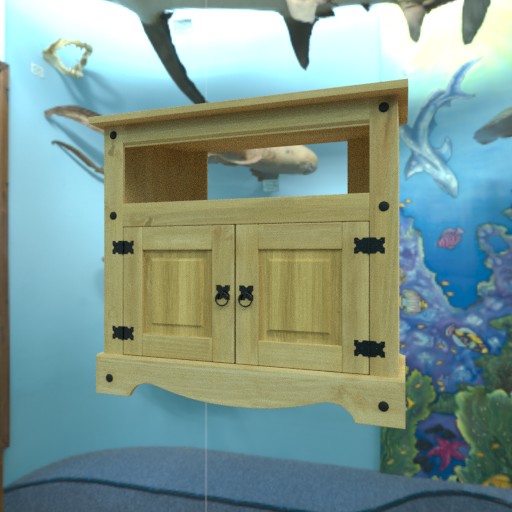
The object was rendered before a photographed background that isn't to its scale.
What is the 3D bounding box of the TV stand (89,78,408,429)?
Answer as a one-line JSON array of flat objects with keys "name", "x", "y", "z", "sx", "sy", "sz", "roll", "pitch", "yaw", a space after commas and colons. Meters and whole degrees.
[{"name": "TV stand", "x": 0.000, "y": 0.000, "z": 1.312, "sx": 0.851, "sy": 0.781, "sz": 0.425, "roll": 0, "pitch": 0, "yaw": 19}]
